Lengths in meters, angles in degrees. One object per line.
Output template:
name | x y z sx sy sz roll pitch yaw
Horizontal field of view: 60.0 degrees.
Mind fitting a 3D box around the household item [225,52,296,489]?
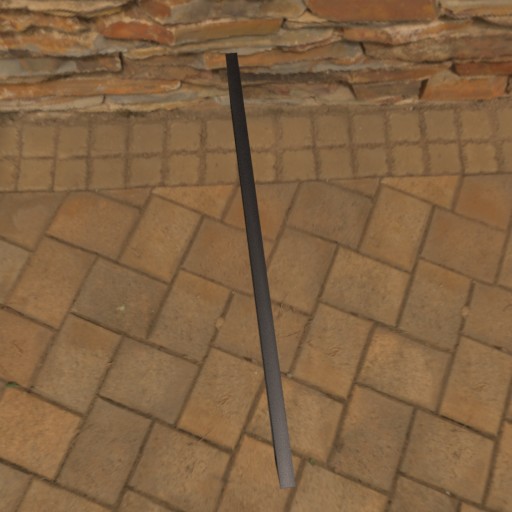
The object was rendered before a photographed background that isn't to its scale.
household item | 0.000 0.000 1.101 0.030 0.236 1.001 -7 75 -2
